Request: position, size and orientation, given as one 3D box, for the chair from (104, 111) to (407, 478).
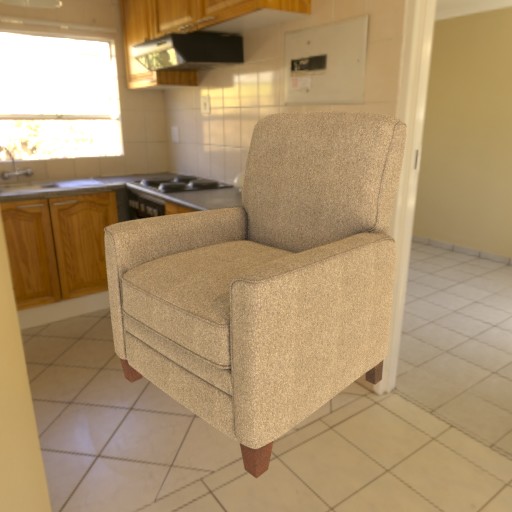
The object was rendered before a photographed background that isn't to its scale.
[{"bbox_3d":[0.000,0.000,1.645,0.841,1.028,0.858,16,23,42],"label":"chair"}]
